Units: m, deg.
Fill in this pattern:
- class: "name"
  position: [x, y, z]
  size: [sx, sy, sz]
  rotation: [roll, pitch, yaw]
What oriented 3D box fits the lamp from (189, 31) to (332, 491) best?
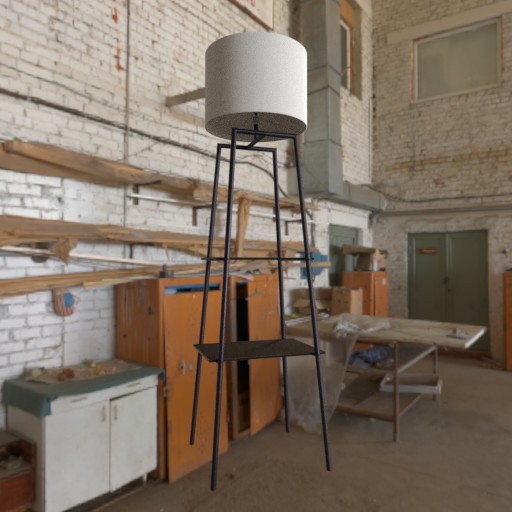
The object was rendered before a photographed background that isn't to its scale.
- class: "lamp"
  position: [0.000, 0.000, 1.636]
  size: [0.427, 1.474, 0.384]
  rotation: [0, -1, -19]
